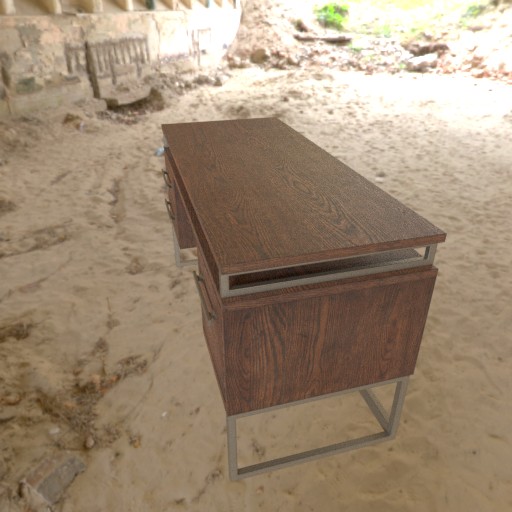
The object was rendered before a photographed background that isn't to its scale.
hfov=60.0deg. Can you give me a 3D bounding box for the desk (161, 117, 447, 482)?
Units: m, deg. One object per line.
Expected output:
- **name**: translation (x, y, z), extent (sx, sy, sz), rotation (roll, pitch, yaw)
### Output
- **desk**: translation (0.000, 0.000, 1.821), extent (0.610, 0.792, 1.384), rotation (-8, 31, -14)
